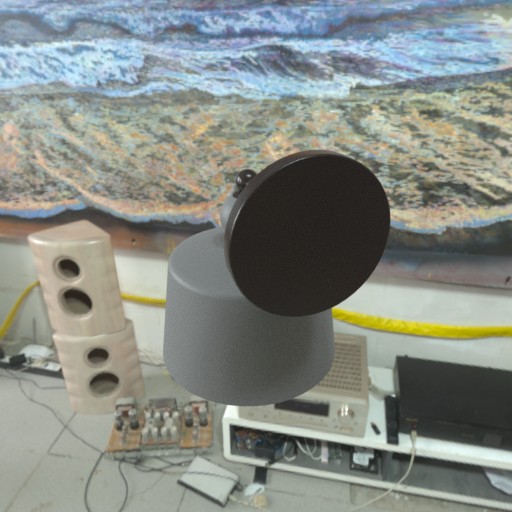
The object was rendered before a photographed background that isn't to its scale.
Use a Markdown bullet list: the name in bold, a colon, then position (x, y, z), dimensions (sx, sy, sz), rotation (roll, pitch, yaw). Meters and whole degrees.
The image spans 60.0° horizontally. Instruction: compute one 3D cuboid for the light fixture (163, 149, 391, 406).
- **light fixture**: position (0.000, 0.000, 0.453), dimensions (0.204, 0.268, 0.254), rotation (-9, 28, -17)
